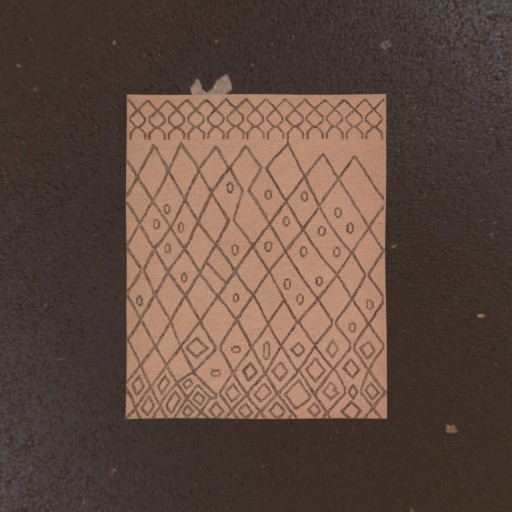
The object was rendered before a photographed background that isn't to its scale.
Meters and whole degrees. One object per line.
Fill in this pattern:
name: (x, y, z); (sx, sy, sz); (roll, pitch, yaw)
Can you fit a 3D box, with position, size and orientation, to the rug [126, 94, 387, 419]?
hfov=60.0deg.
rug: (0.000, 0.000, 4.157); (2.446, 0.015, 3.046); (0, 89, 0)
